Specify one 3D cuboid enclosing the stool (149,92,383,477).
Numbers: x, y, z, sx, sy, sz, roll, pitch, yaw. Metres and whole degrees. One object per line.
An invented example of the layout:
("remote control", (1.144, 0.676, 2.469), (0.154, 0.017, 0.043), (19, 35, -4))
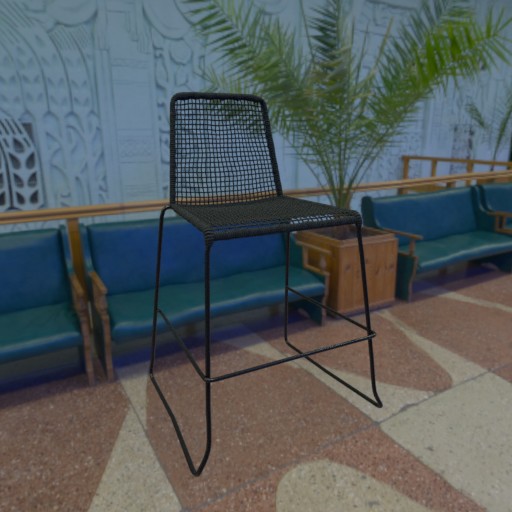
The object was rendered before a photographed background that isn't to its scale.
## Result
("stool", (0.000, 0.000, 1.265), (0.590, 0.905, 0.509), (-8, 18, -27))
